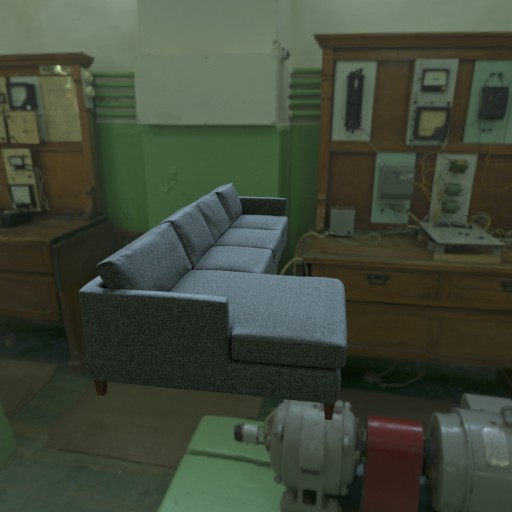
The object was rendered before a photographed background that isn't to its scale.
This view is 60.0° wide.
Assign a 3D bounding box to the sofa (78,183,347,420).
[{"bbox_3d":[0.000,0.000,4.217,1.635,0.960,3.485,3,18,9],"label":"sofa"}]
